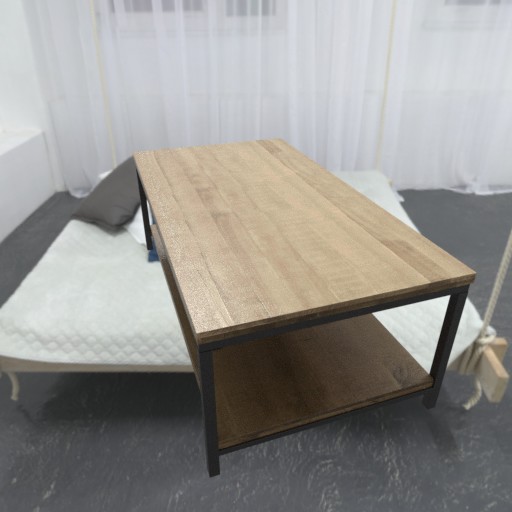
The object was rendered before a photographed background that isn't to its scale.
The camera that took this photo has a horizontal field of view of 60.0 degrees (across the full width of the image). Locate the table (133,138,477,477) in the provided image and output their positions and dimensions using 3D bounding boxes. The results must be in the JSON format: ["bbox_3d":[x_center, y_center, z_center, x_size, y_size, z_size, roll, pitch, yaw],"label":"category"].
[{"bbox_3d":[0.000,0.000,1.343,0.574,0.393,1.062,-10,31,-16],"label":"table"}]
